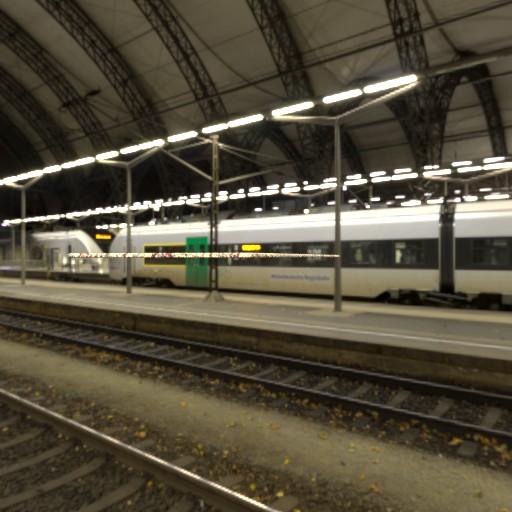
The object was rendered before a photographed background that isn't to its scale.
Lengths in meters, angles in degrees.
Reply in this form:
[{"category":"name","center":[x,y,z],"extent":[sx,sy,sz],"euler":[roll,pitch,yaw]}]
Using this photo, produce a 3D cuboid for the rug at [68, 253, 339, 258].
[{"category":"rug","center":[0.000,0.000,2.555],"extent":[0.688,0.015,2.292],"euler":[0,0,17]}]
